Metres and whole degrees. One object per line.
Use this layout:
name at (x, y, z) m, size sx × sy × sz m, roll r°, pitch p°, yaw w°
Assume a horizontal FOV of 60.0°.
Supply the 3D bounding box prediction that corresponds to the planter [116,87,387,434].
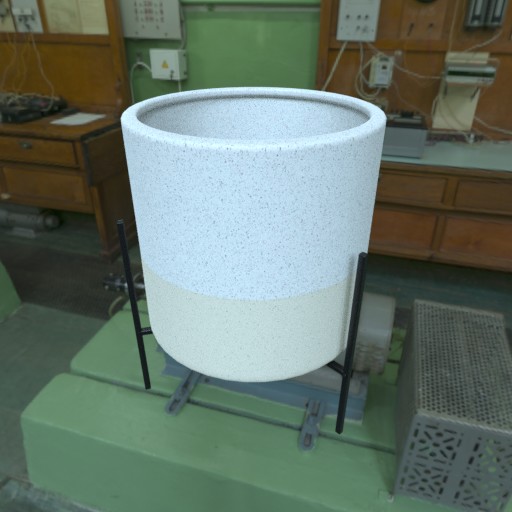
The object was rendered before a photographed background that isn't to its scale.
planter at (0.000, 0.000, 0.646) m, size 0.313 × 0.423 × 0.335 m, roll 8°, pitch 31°, yaw 13°
